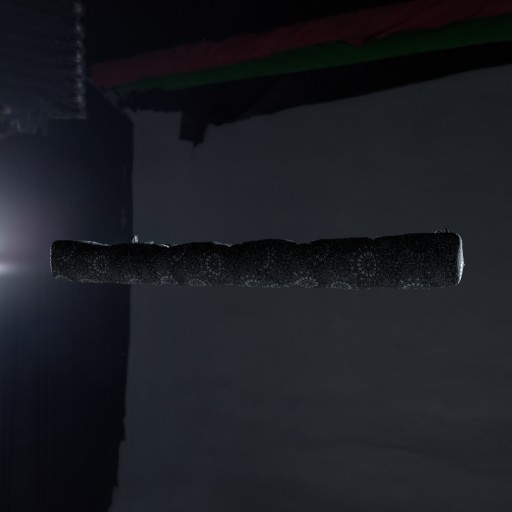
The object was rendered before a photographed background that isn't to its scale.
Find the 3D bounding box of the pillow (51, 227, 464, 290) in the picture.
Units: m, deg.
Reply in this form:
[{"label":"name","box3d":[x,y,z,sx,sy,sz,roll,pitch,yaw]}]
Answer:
[{"label":"pillow","box3d":[0.000,0.000,1.357,1.194,0.174,0.511,0,-1,19]}]
